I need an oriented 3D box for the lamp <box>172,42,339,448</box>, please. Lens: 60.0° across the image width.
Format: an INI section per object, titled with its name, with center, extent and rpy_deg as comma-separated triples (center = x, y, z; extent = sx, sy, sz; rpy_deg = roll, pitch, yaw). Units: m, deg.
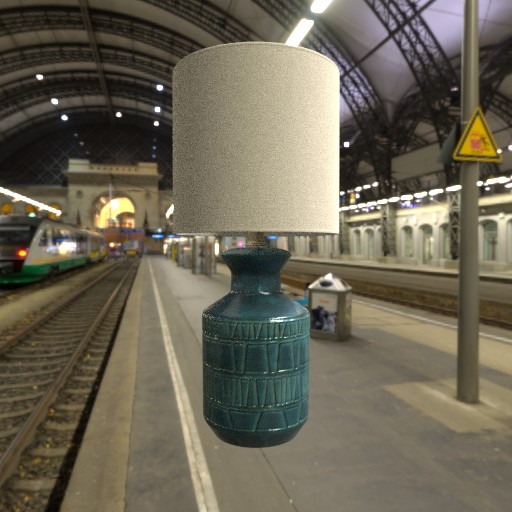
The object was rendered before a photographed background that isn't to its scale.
[lamp]
center = 0.000, 0.000, 0.575
extent = 0.211, 0.455, 0.211
rpy_deg = -1, 1, -35
